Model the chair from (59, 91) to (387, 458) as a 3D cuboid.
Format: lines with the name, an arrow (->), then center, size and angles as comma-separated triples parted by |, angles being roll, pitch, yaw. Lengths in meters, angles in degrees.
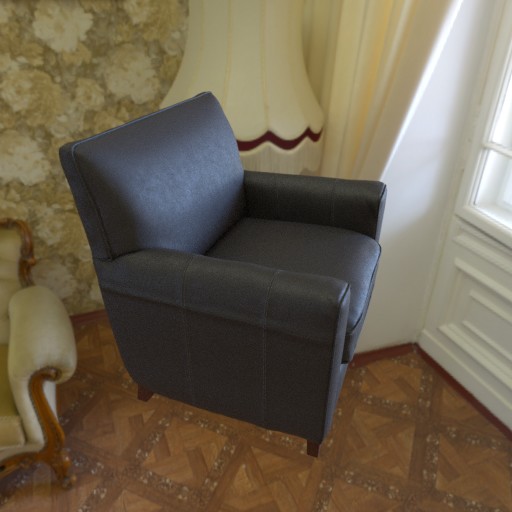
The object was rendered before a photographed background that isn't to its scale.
chair -> 0.000, 0.000, 1.577 | 0.825, 0.943, 0.870 | 11, 32, 18
